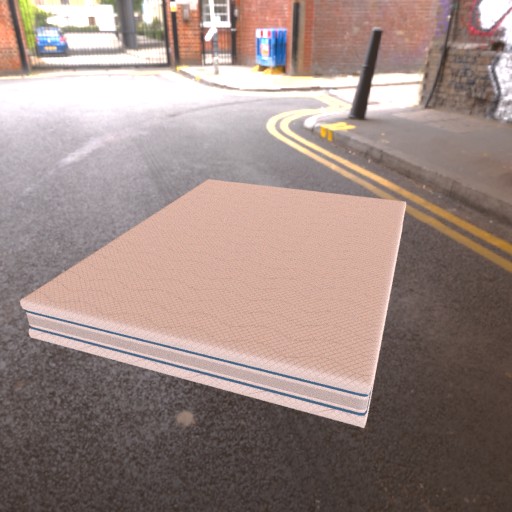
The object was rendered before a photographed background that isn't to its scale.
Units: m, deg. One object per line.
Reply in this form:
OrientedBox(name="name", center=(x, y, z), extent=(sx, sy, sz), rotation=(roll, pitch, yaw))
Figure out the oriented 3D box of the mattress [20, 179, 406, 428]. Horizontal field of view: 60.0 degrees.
OrientedBox(name="mattress", center=(0.000, 0.000, 2.683), extent=(1.600, 0.230, 2.000), rotation=(9, 28, 18))
